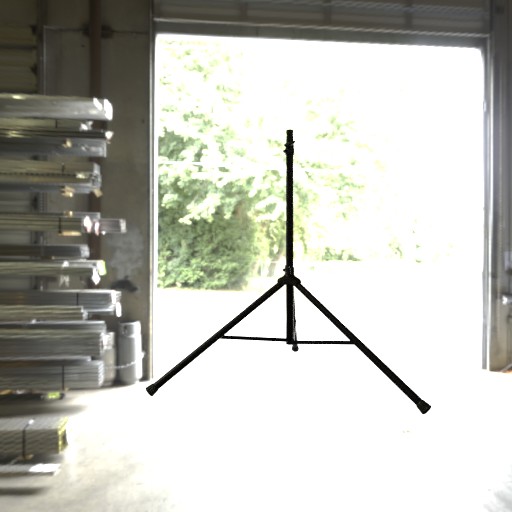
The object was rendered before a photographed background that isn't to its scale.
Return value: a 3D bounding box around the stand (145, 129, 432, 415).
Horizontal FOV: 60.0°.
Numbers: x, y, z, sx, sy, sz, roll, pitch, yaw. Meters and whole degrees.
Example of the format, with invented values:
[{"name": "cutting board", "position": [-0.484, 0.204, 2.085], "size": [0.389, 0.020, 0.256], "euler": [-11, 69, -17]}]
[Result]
[{"name": "stand", "position": [0.000, 0.000, 2.747], "size": [1.339, 1.595, 1.596], "euler": [0, 0, -19]}]
